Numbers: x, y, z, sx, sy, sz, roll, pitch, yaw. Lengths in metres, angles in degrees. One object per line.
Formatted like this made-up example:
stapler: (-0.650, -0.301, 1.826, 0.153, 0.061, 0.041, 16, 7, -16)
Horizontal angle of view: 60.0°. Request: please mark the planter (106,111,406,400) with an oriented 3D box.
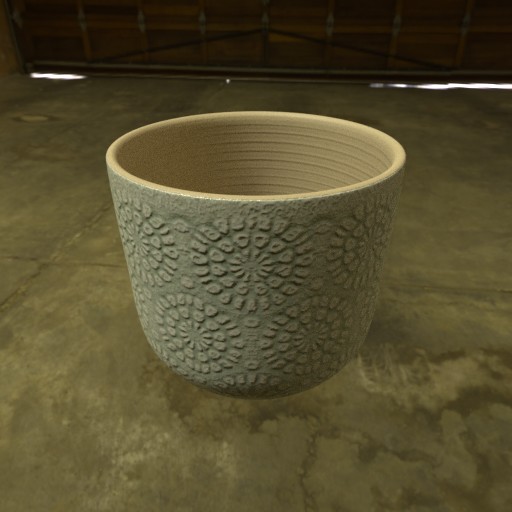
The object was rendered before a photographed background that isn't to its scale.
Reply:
planter: (0.000, 0.000, 0.297, 0.169, 0.153, 0.169, 0, 30, 0)
